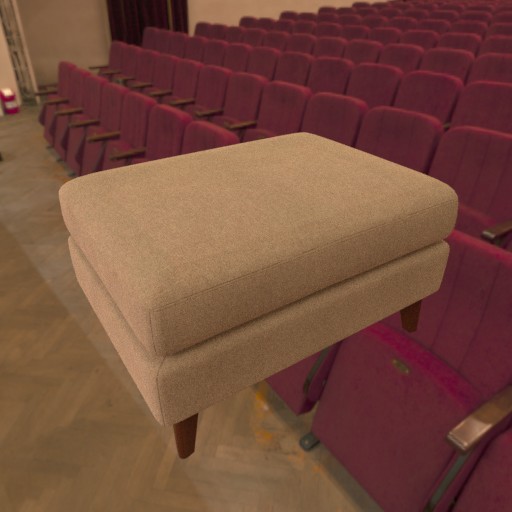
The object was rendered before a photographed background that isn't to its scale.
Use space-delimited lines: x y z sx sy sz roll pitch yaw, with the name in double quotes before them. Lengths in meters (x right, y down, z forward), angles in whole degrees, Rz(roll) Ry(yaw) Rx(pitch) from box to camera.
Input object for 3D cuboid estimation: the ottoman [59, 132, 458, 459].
"ottoman" 0.000 0.000 1.183 0.823 0.478 0.610 -19 36 -28
